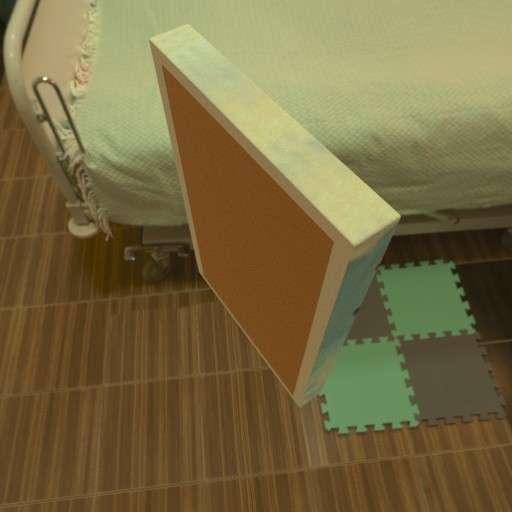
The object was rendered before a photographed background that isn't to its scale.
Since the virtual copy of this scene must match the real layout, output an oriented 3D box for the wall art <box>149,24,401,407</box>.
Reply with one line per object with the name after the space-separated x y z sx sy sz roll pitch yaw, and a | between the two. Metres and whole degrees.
0.000 0.000 0.475 0.039 0.380 0.251 -31 63 -18 | wall art
